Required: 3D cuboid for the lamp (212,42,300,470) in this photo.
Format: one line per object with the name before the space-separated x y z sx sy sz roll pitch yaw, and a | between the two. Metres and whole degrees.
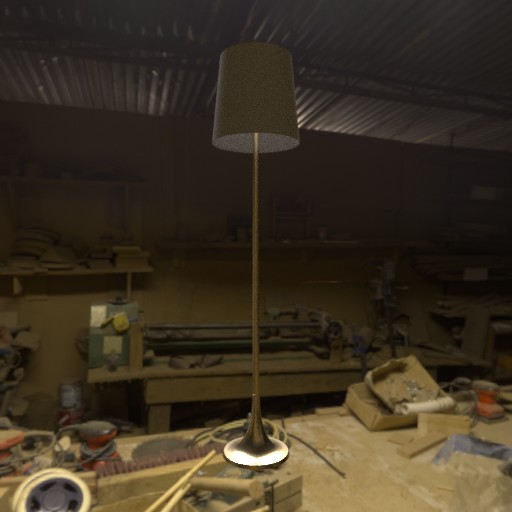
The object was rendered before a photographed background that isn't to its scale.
lamp | 0.000 0.000 1.720 0.337 1.543 0.337 0 1 0
